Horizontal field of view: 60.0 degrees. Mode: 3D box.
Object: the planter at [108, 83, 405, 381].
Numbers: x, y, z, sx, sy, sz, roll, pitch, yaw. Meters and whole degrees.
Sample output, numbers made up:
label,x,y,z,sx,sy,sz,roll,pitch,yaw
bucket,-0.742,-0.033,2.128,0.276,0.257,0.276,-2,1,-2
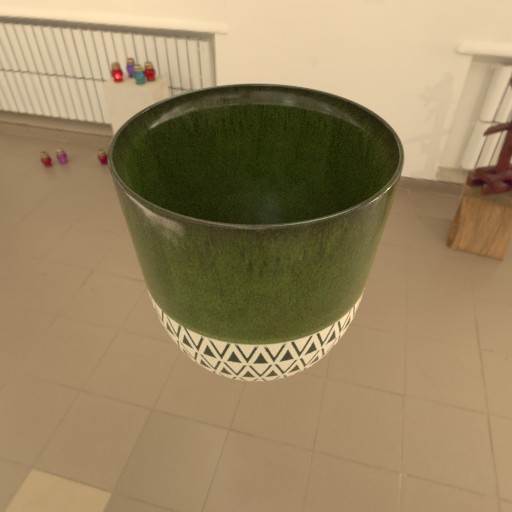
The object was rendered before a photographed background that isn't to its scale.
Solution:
label,x,y,z,sx,sy,sz,roll,pitch,yaw
planter,0.000,0.000,0.466,0.245,0.270,0.245,0,42,0
